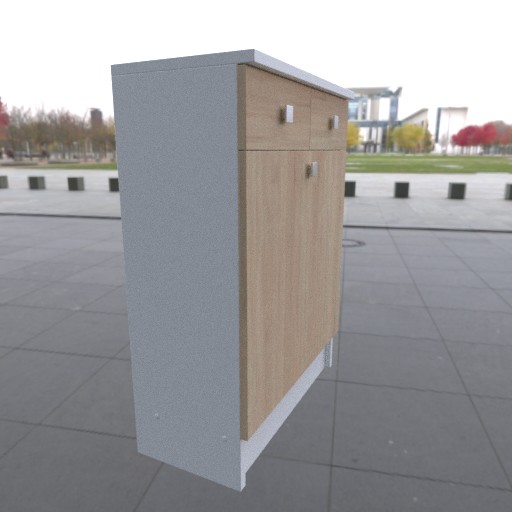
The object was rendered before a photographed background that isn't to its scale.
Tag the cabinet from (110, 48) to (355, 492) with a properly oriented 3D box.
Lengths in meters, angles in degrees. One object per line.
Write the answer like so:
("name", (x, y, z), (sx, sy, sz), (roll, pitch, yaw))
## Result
("cabinet", (0.000, 0.000, 1.098), (0.296, 0.815, 0.600), (7, 15, 26))
